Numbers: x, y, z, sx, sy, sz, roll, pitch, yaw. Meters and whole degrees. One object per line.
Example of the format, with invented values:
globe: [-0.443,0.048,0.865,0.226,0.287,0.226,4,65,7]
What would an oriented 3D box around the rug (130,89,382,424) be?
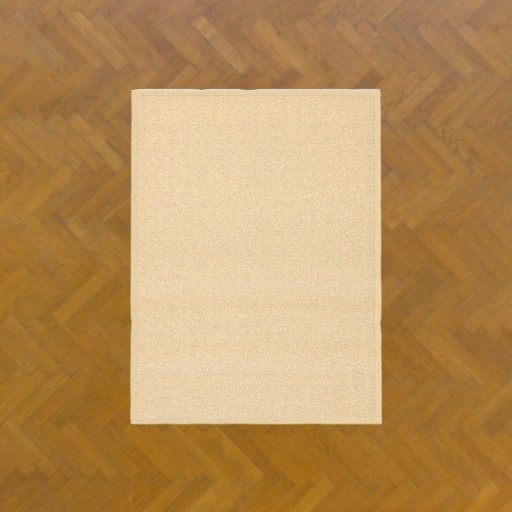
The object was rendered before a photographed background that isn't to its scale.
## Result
rug: [0.000,0.000,4.838,2.734,0.037,3.659,0,89,0]
